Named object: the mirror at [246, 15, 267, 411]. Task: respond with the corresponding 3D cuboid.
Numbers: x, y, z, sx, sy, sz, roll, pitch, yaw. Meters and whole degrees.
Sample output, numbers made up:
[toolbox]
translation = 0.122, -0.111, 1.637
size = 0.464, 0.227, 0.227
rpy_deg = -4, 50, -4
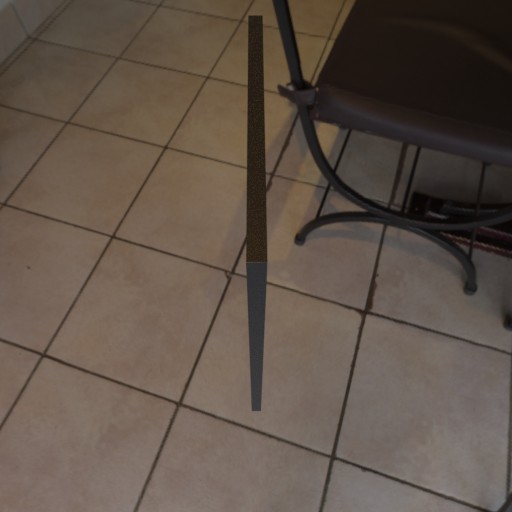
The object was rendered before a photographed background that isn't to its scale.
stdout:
[mirror]
translation = 0.000, 0.000, 1.506
size = 0.038, 1.219, 0.762
rpy_deg = 0, 59, 0
